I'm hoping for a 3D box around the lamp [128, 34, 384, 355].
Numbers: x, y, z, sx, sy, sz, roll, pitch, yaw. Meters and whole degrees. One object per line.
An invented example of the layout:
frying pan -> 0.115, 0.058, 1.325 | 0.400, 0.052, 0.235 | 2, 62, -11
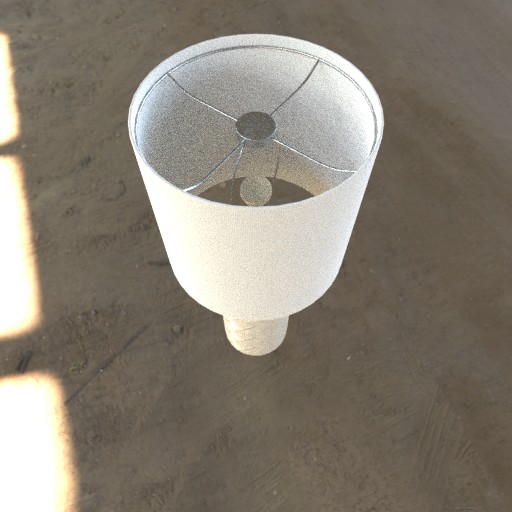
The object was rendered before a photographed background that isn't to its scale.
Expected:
lamp -> 0.000, 0.000, 0.557 | 0.207, 0.461, 0.207 | 32, 64, 18
